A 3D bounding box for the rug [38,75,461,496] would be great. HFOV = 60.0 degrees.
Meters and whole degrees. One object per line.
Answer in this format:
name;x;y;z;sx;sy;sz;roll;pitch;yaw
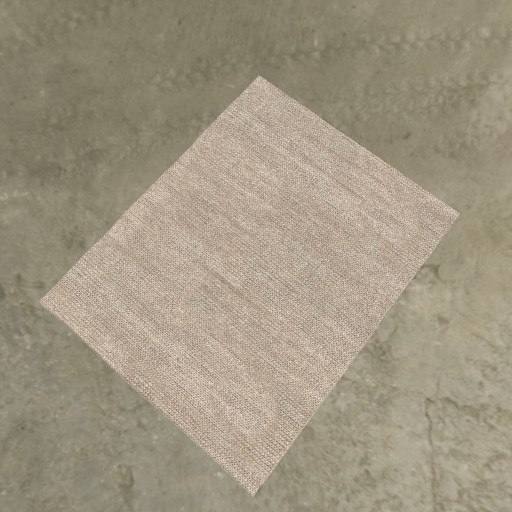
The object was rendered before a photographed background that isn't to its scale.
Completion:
rug;0.000;0.000;3.984;2.429;0.030;3.052;38;77;10
